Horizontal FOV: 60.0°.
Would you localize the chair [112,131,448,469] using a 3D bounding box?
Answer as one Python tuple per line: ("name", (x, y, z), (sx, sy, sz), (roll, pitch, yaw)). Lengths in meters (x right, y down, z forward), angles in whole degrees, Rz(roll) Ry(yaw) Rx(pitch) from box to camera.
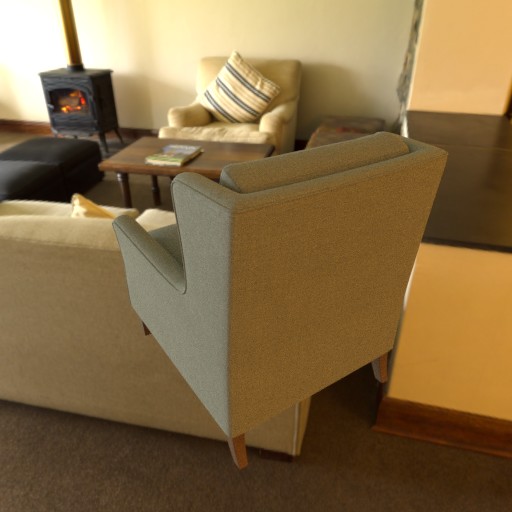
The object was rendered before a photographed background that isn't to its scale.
("chair", (0.000, 0.000, 1.815), (0.866, 1.056, 1.040), (-19, 35, -29))
